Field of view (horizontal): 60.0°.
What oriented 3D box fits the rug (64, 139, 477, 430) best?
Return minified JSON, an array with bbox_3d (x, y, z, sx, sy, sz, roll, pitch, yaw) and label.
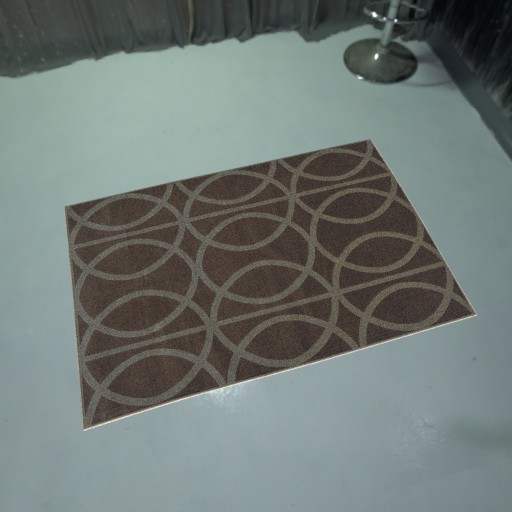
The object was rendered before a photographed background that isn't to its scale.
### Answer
[{"bbox_3d":[0.000,0.000,2.821,2.290,0.014,1.526,-14,59,-9],"label":"rug"}]
